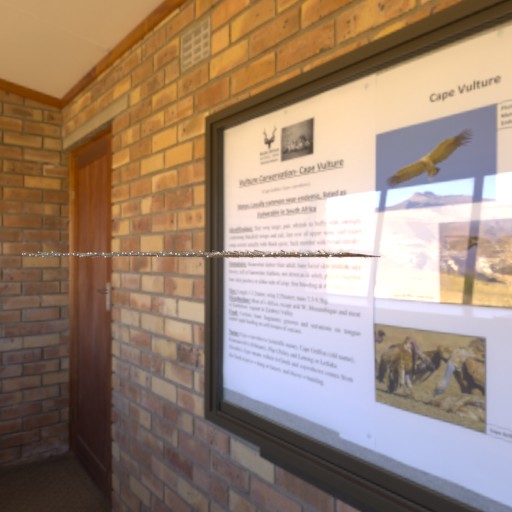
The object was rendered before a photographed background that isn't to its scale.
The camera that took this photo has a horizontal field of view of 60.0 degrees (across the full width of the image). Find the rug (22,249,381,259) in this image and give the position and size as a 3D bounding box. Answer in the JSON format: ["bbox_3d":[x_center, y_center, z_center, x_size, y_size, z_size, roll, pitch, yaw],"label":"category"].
[{"bbox_3d":[0.000,0.000,2.447,1.224,0.027,2.021,0,0,19],"label":"rug"}]
